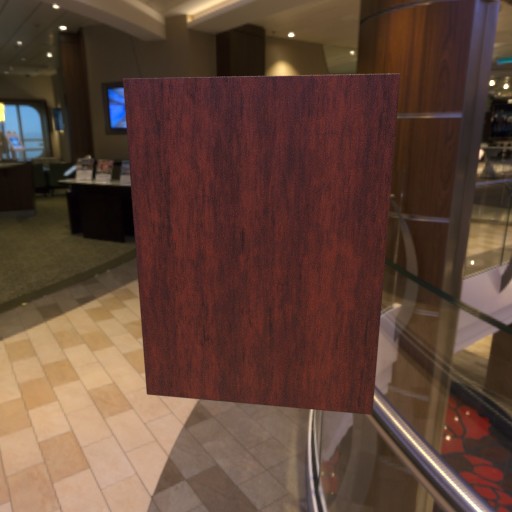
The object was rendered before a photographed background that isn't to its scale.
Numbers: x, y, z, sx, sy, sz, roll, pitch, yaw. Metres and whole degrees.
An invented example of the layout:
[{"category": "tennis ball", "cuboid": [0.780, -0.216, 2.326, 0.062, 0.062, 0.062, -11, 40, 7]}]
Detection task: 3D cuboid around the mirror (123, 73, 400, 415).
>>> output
[{"category": "mirror", "cuboid": [0.000, 0.000, 1.068, 0.600, 0.805, 0.021, 2, 16, 8]}]
